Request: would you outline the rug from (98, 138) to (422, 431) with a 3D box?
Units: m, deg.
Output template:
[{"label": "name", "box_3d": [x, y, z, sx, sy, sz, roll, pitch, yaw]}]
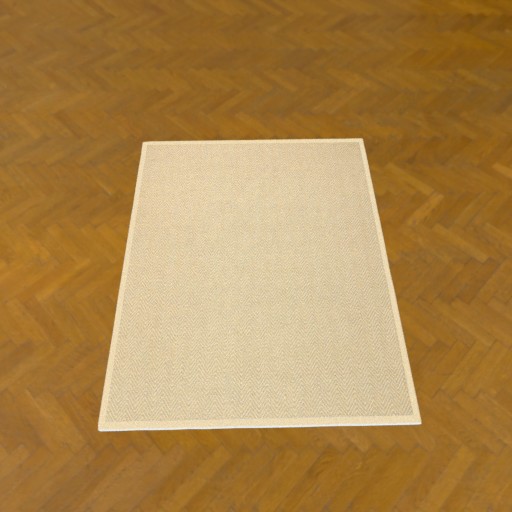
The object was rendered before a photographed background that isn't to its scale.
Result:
[{"label": "rug", "box_3d": [0.000, 0.000, 4.092, 2.423, 0.019, 3.009, -1, 58, -1]}]
